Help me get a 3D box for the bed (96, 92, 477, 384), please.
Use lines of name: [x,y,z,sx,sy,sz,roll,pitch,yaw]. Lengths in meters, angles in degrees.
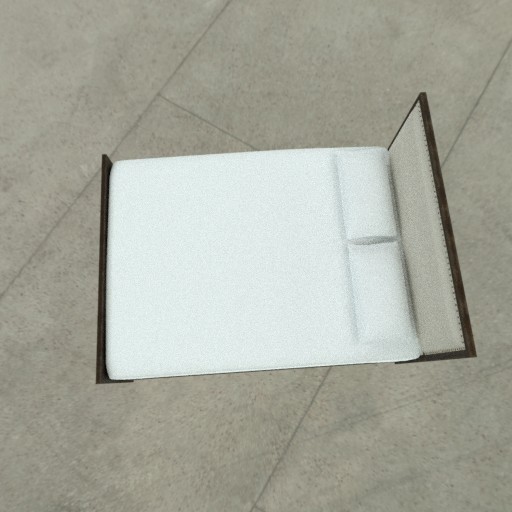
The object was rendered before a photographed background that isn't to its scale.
bed: [0.000,0.000,3.149,2.221,1.313,1.607,-4,75,-1]
